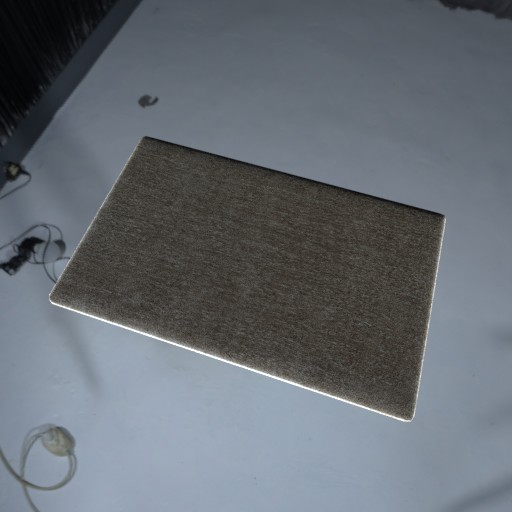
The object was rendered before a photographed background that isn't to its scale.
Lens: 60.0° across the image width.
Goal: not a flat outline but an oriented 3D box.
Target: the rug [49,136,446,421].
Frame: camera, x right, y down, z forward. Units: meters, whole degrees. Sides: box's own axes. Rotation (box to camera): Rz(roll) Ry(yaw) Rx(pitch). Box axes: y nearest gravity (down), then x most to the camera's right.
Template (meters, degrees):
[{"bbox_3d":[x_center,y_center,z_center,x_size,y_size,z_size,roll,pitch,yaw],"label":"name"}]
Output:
[{"bbox_3d":[0.000,0.000,3.134,2.469,0.024,1.539,16,64,8],"label":"rug"}]
